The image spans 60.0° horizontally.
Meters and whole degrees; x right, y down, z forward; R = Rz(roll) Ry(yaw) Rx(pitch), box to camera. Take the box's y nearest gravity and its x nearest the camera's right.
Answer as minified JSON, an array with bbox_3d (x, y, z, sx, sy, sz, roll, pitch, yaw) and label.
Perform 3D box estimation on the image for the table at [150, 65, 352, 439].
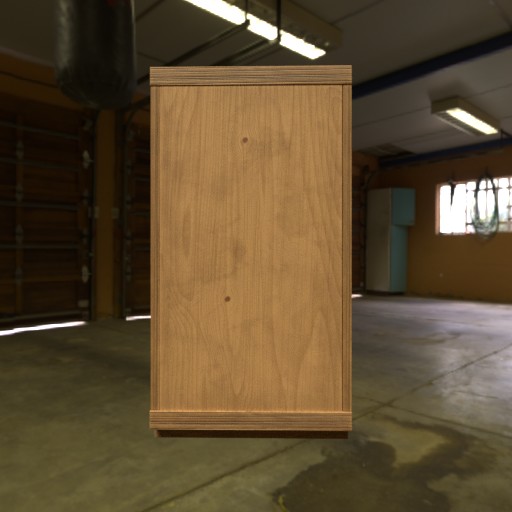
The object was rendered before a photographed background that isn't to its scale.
[{"bbox_3d":[0.000,0.000,1.471,0.410,0.771,1.151,0,0,1],"label":"table"}]
